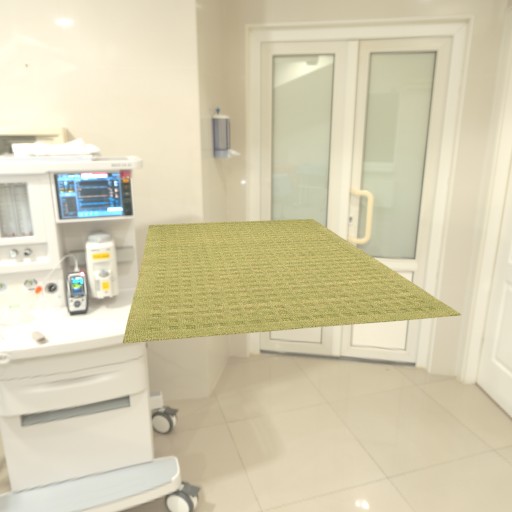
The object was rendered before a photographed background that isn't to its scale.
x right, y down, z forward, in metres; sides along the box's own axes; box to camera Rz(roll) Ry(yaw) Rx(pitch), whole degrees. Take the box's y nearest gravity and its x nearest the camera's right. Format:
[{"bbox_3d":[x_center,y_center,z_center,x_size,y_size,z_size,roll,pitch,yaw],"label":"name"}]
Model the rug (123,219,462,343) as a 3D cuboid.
[{"bbox_3d":[0.000,0.000,3.015,1.529,0.007,2.297,-3,16,-10],"label":"rug"}]
